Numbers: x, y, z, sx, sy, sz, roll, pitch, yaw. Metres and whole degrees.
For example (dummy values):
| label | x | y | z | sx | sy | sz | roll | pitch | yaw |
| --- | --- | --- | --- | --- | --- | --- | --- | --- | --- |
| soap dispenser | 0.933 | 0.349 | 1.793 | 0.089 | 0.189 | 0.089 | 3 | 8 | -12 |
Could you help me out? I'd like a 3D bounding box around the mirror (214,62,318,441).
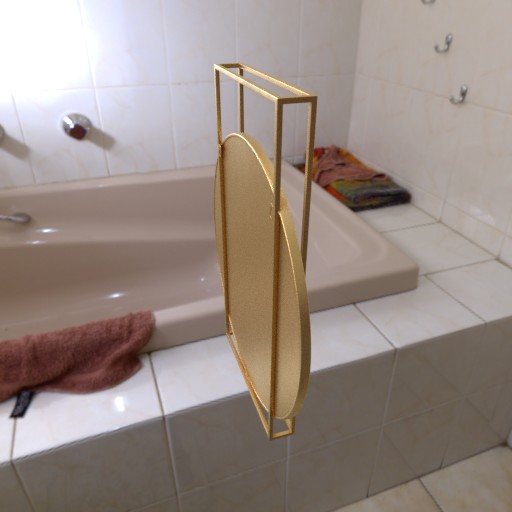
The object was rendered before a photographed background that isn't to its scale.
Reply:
| label | x | y | z | sx | sy | sz | roll | pitch | yaw |
| --- | --- | --- | --- | --- | --- | --- | --- | --- | --- |
| mirror | 0.000 | 0.000 | 0.796 | 0.051 | 0.603 | 0.508 | -9 | 32 | -15 |
